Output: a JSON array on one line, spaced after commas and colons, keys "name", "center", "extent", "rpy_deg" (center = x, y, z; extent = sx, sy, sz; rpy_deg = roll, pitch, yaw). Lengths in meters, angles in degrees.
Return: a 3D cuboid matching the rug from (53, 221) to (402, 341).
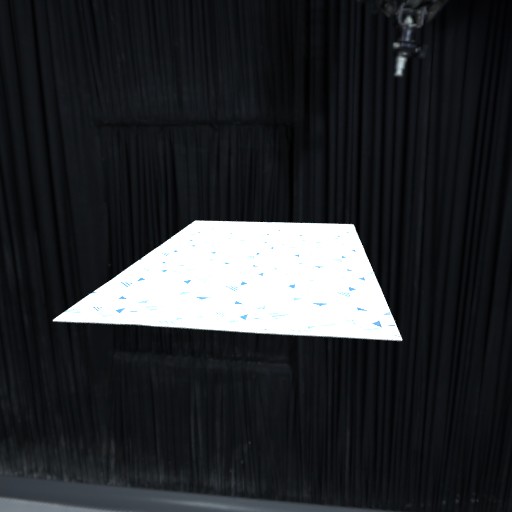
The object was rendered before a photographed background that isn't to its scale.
[{"name": "rug", "center": [0.000, 0.000, 3.057], "extent": [1.512, 0.009, 2.457], "rpy_deg": [2, 15, 7]}]
